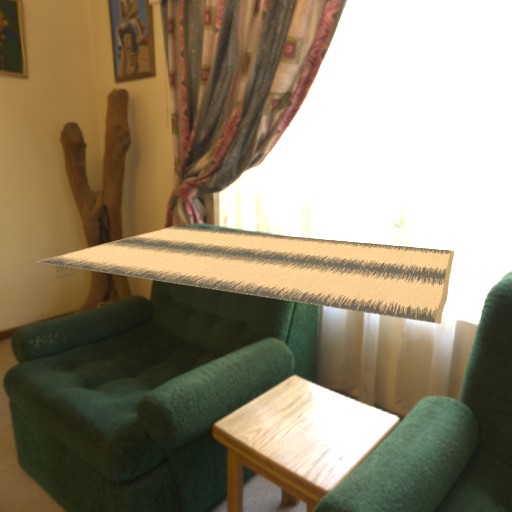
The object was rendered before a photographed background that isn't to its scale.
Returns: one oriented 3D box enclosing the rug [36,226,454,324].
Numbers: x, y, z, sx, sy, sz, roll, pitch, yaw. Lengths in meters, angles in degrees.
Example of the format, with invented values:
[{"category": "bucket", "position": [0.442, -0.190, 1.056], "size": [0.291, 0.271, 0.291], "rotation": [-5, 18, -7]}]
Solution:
[{"category": "rug", "position": [0.000, 0.000, 3.032], "size": [2.453, 0.003, 1.519], "rotation": [6, 15, 25]}]
